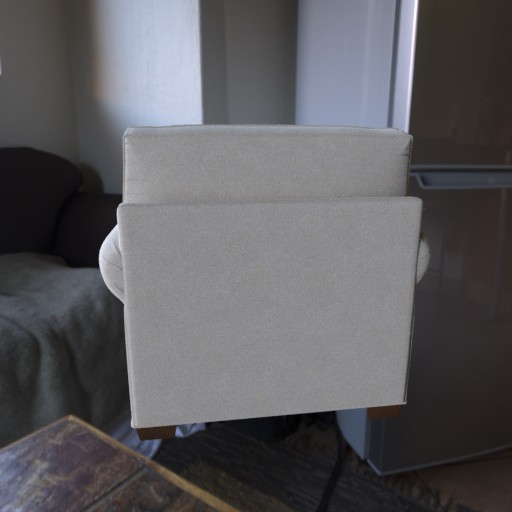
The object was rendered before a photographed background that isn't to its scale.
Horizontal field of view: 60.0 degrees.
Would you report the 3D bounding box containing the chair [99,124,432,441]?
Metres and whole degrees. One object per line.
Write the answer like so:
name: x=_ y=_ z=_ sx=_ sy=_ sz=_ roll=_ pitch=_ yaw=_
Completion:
chair: x=0.000 y=0.000 z=1.713 sx=1.040 sy=0.955 sz=0.863 roll=-2 pitch=15 yaw=-8
